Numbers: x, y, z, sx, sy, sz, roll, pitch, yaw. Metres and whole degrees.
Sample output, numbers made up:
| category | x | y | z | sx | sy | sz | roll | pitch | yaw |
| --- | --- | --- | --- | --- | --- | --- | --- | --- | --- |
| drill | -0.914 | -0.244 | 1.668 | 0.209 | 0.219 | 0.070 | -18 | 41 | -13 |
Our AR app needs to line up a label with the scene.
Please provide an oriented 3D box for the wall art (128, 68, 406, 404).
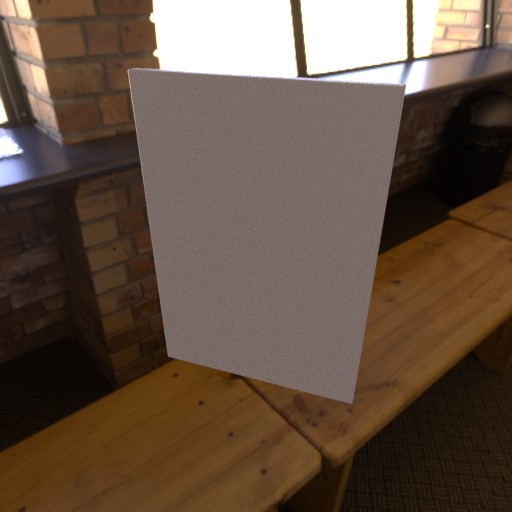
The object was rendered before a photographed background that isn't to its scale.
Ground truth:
| category | x | y | z | sx | sy | sz | roll | pitch | yaw |
| --- | --- | --- | --- | --- | --- | --- | --- | --- | --- |
| wall art | 0.000 | 0.000 | 1.551 | 0.808 | 1.183 | 0.038 | 10 | 33 | 16 |
